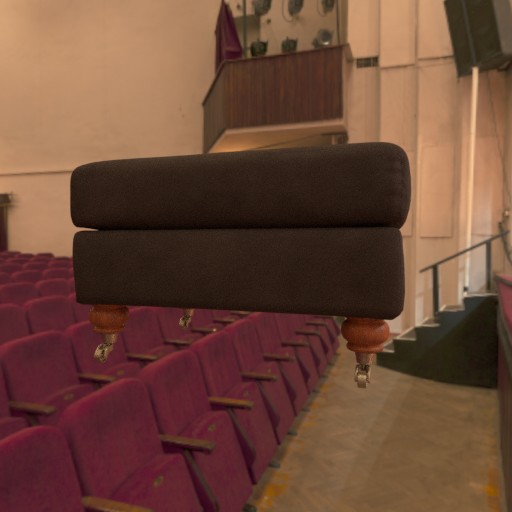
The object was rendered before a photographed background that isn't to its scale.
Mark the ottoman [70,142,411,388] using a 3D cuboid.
[{"bbox_3d":[0.000,0.000,1.180,0.773,0.497,0.574,1,2,18],"label":"ottoman"}]
